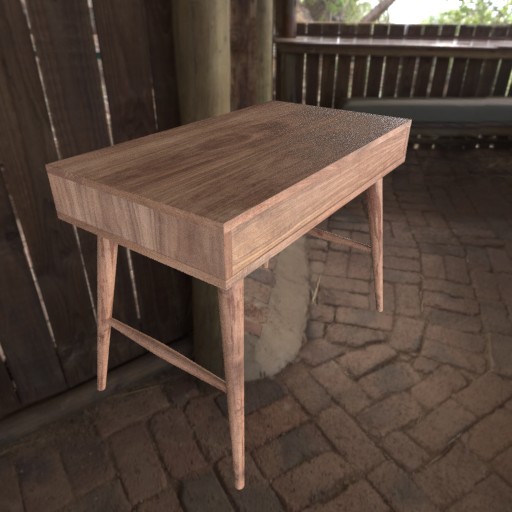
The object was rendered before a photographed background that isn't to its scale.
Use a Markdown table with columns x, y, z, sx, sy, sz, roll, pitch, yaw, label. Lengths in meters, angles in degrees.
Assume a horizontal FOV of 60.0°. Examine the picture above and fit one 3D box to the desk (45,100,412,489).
| x | y | z | sx | sy | sz | roll | pitch | yaw | label |
| --- | --- | --- | --- | --- | --- | --- | --- | --- | --- |
| 0.000 | 0.000 | 1.424 | 0.588 | 0.758 | 0.949 | 20 | 36 | 31 | desk |
